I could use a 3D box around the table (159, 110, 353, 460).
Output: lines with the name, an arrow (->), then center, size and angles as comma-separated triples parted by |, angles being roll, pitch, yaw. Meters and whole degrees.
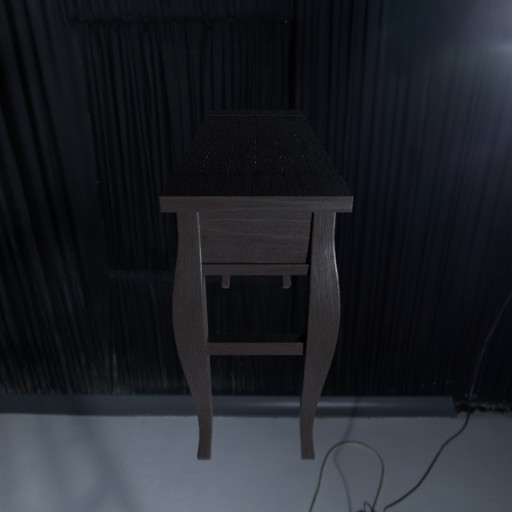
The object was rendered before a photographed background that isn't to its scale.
table -> 0.000, 0.000, 1.454 | 0.373, 0.768, 1.062 | 0, 26, 0
